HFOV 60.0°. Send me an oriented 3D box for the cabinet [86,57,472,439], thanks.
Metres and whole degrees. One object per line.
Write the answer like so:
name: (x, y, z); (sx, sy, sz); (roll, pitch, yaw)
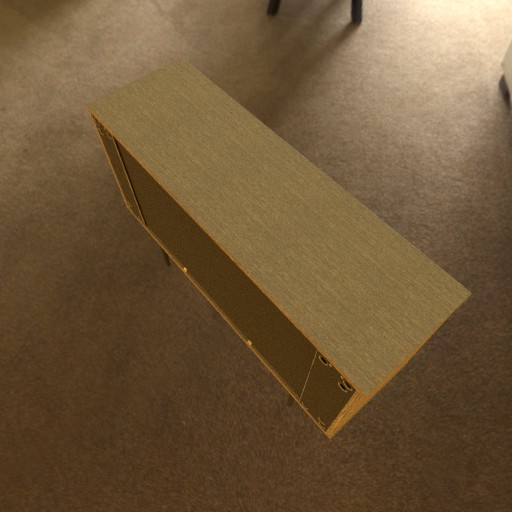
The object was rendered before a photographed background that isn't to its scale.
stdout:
cabinet: (0.000, 0.000, 1.574); (0.405, 0.787, 1.194); (-36, 65, -20)
